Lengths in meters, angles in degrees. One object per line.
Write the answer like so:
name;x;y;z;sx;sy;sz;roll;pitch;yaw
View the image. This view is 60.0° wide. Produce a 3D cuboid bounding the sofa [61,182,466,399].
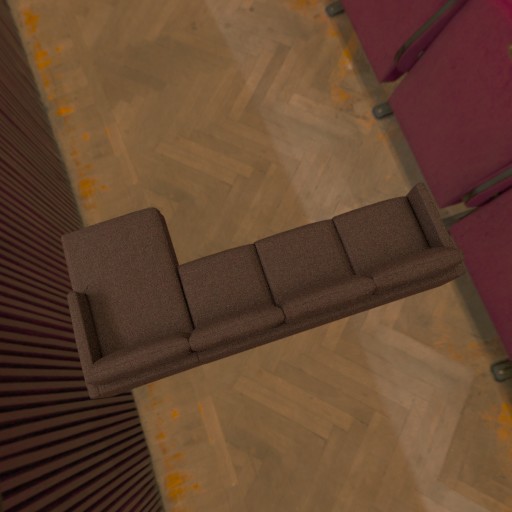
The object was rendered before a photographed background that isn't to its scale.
sofa;0.000;0.000;3.895;3.221;0.892;1.483;-18;75;-5
